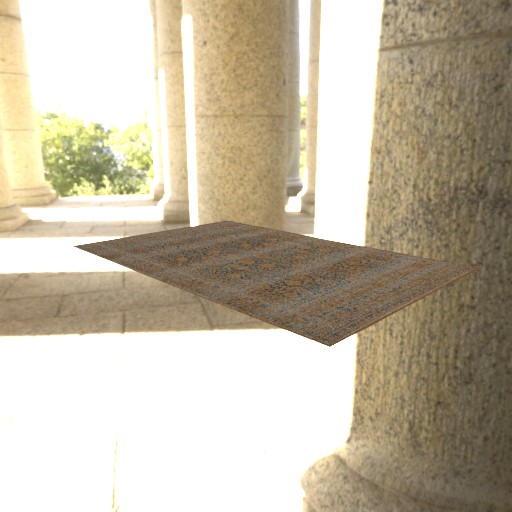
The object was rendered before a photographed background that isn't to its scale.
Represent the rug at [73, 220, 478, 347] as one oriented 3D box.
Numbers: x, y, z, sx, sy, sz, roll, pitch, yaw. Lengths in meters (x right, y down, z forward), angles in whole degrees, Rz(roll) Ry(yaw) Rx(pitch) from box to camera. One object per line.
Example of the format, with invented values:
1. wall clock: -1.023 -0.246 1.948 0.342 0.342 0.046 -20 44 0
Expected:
1. rug: 0.000 0.000 3.001 1.525 0.007 2.336 -14 20 -43
